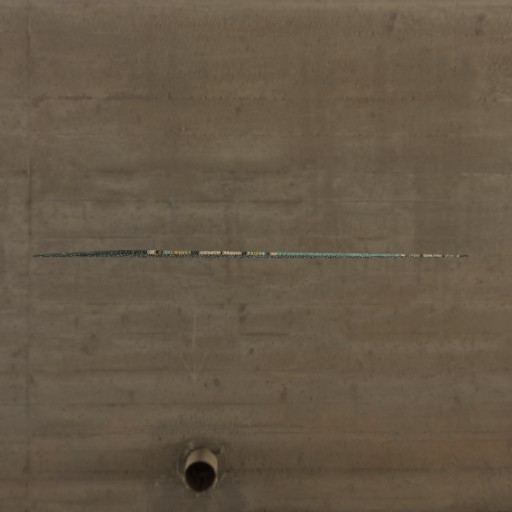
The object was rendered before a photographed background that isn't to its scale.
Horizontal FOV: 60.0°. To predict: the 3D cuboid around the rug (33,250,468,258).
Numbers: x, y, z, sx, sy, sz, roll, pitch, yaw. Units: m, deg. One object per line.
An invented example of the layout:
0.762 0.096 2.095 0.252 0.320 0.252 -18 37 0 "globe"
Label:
0.000 0.000 2.216 1.811 0.010 1.212 0 -1 -37 "rug"
